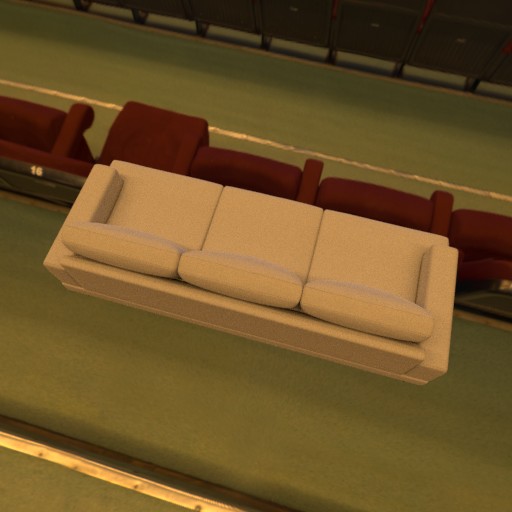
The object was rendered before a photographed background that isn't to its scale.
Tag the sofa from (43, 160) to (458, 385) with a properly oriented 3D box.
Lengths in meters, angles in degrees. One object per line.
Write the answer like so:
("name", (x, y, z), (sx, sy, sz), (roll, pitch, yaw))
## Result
("sofa", (0.000, 0.000, 2.738), (2.310, 0.810, 0.920), (14, 66, 6))
